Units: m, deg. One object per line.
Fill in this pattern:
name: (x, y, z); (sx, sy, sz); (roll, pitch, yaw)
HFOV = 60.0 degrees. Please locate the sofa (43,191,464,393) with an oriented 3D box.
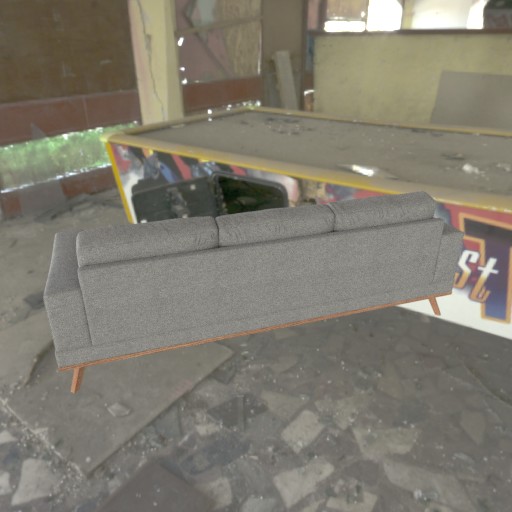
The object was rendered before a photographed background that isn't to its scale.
sofa: (0.000, 0.000, 2.740); (2.310, 0.810, 0.920); (-8, 27, -16)
